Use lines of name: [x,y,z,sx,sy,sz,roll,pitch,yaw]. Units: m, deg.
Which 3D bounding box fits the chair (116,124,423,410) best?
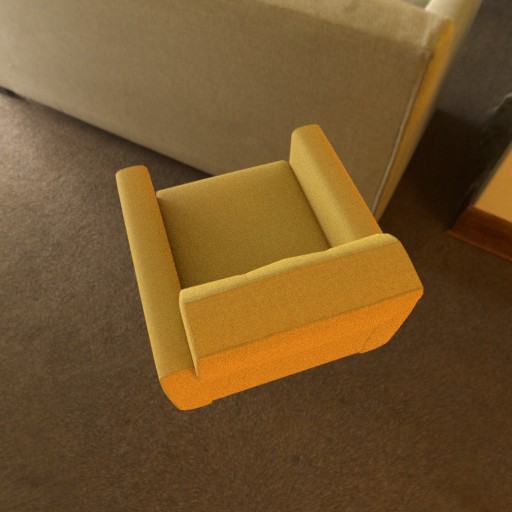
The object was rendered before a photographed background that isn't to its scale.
chair: [0.000,0.000,1.590,0.831,0.841,0.909,-16,60,-9]
